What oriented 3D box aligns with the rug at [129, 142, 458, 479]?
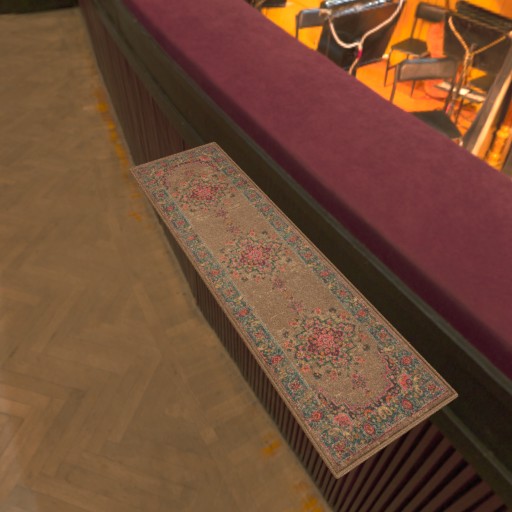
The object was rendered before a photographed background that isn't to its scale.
[{"bbox_3d":[0.000,0.000,2.456,0.659,0.019,2.297,-23,51,-21],"label":"rug"}]
